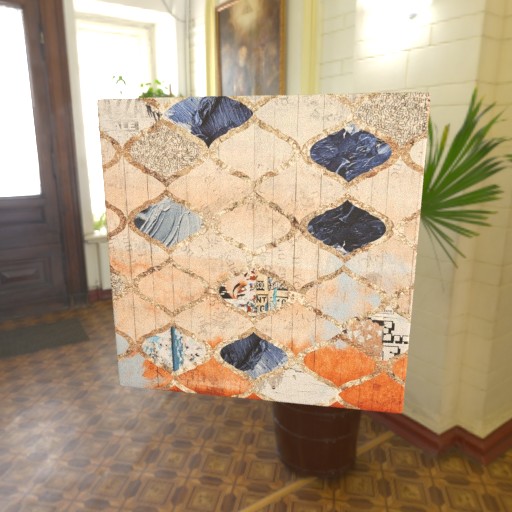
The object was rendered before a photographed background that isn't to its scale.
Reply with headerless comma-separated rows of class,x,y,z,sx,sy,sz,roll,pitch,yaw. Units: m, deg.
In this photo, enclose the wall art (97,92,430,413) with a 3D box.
wall art,0.000,0.000,0.449,0.303,0.304,0.036,2,14,10
